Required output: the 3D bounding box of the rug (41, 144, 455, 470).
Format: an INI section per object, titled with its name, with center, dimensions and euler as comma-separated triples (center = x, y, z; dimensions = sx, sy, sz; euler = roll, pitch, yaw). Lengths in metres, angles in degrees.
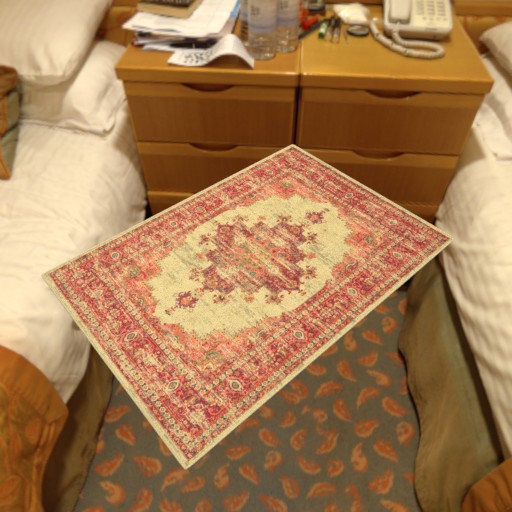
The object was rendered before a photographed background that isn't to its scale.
[rug]
center = 0.000, 0.000, 3.723
dimensions = 2.878, 0.014, 2.005
euler = -33, 55, -27
